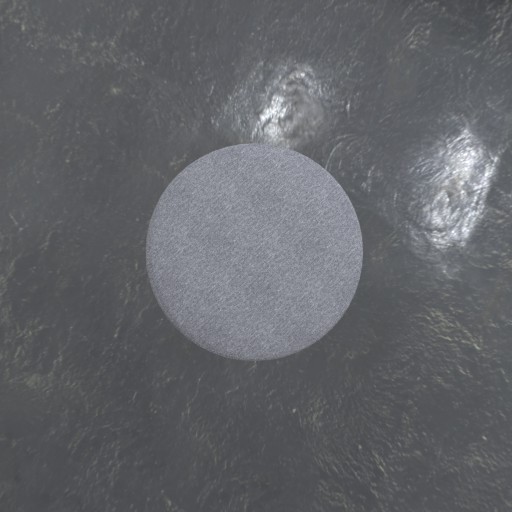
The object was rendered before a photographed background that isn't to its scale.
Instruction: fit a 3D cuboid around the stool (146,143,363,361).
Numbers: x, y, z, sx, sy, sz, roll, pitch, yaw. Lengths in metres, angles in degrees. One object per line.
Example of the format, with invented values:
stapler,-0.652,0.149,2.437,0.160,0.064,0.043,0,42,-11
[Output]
stool,0.000,0.000,1.003,0.410,0.770,0.410,0,89,0
